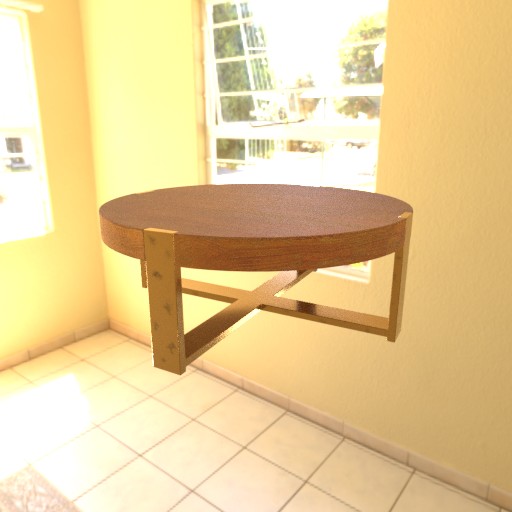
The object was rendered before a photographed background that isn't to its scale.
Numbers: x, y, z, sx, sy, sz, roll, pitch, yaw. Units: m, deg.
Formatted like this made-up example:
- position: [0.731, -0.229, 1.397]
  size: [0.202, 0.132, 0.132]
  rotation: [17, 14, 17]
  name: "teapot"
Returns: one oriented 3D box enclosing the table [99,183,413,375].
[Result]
- position: [0.000, 0.000, 1.703]
  size: [1.100, 0.420, 1.100]
  rotation: [0, 16, 0]
  name: "table"
